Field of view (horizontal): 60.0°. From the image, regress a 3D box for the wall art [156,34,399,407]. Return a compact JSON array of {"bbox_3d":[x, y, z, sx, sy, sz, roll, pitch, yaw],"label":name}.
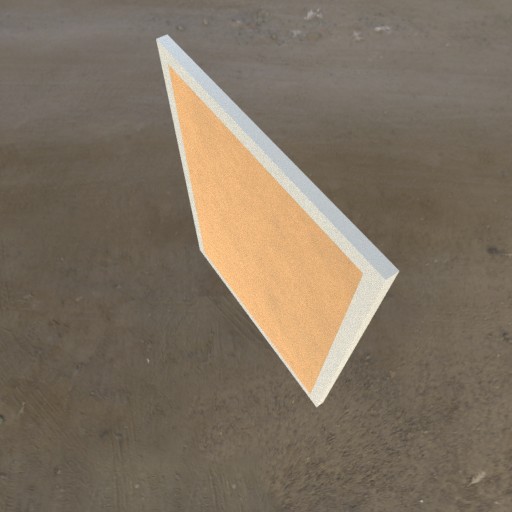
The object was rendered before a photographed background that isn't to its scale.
[{"bbox_3d":[0.000,0.000,1.101,0.026,0.811,0.661,-31,64,-17],"label":"wall art"}]
